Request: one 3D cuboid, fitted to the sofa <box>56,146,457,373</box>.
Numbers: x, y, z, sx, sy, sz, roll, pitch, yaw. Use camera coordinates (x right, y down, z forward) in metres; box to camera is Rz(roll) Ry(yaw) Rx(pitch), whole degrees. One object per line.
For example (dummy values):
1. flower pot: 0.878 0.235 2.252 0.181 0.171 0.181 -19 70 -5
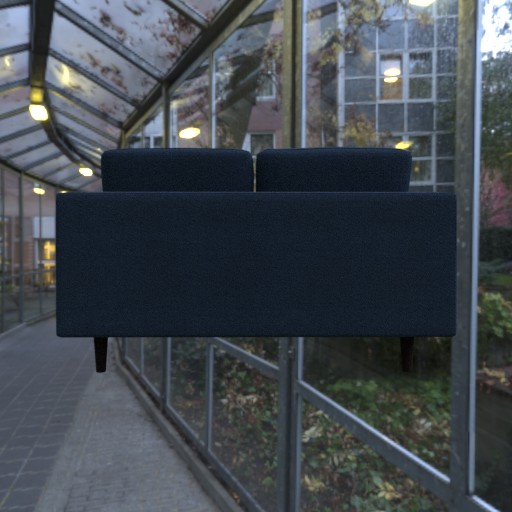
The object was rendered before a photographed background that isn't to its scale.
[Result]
1. sofa: 0.000 0.000 2.169 1.518 0.930 0.999 0 1 0
